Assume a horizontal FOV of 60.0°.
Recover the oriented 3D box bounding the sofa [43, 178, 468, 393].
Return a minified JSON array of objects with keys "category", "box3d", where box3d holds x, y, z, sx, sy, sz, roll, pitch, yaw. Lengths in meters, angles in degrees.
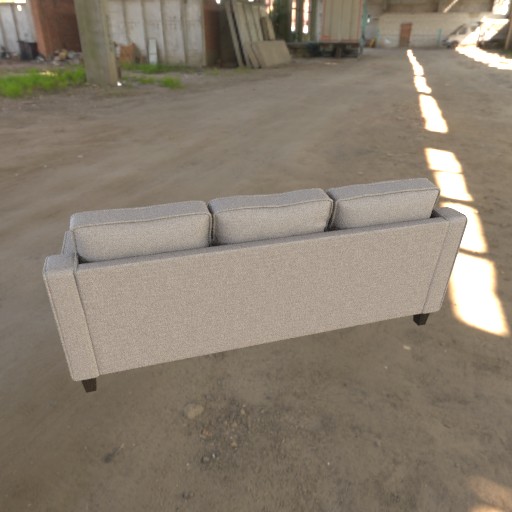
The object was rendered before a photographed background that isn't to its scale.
[{"category":"sofa","box3d":[0.000,0.000,2.625,2.129,0.950,0.899,-8,29,-15]}]
